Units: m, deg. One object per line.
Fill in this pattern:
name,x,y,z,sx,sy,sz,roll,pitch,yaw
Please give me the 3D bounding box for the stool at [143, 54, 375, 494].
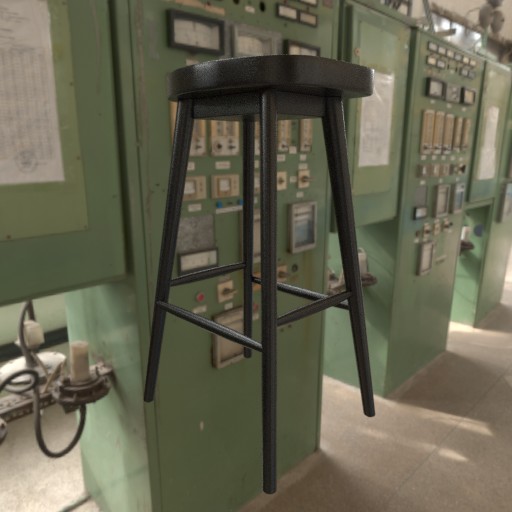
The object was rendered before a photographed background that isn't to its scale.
stool,0.000,0.000,0.973,0.361,0.749,0.440,-13,19,-43
